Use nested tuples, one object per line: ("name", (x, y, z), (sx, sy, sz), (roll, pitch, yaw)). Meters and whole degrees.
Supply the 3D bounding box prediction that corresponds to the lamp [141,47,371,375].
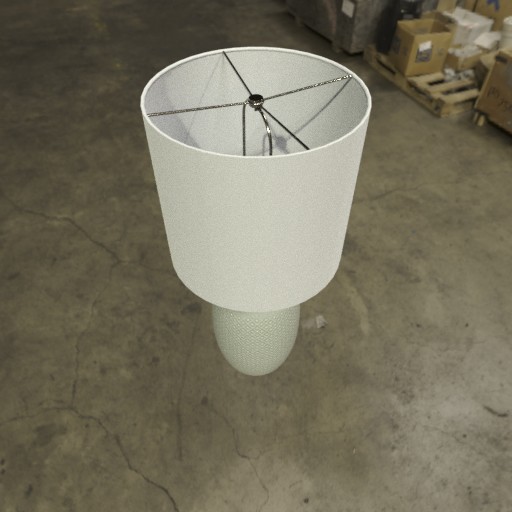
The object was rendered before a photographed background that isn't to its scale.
("lamp", (0.000, 0.000, 0.586), (0.217, 0.453, 0.217), (-17, 49, -15))
